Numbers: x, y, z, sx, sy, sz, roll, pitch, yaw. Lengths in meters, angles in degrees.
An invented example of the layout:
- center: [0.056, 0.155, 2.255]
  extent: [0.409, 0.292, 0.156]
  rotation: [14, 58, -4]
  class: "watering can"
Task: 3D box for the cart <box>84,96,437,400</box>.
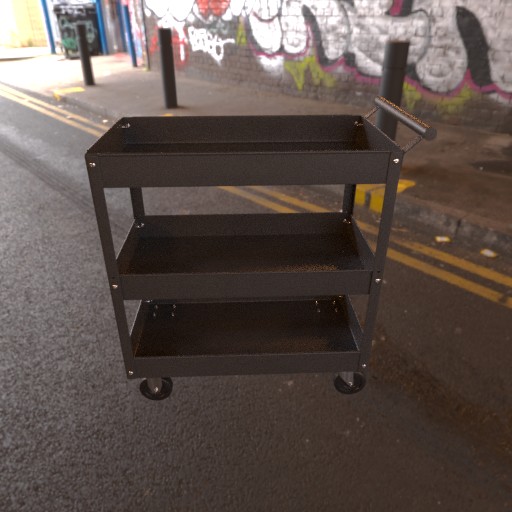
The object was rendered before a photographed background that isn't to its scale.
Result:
- center: [0.000, 0.000, 1.228]
  extent: [0.719, 0.780, 0.366]
  rotation: [-1, 29, -2]
  class: "cart"
